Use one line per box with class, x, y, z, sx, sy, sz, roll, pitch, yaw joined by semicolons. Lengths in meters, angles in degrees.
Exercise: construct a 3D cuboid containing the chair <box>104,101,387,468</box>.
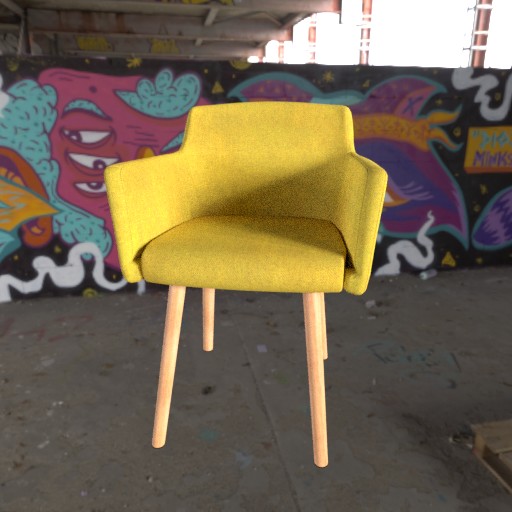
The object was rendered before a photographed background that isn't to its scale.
chair;0.000;0.000;1.151;0.570;0.780;0.570;2;17;8
